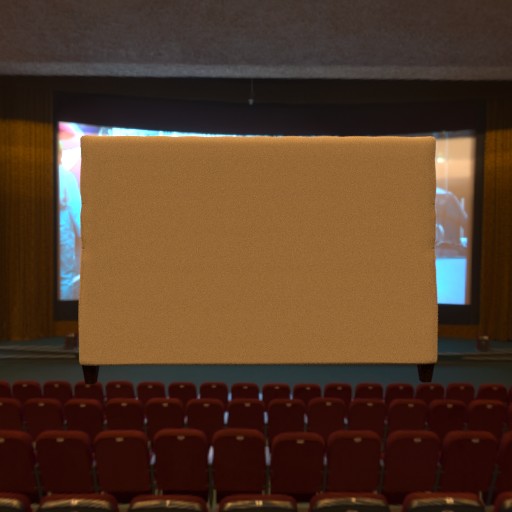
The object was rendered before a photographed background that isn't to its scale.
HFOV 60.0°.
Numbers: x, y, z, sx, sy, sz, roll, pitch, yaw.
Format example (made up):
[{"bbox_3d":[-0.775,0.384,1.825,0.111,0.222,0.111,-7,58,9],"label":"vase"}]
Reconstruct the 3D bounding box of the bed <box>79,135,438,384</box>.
[{"bbox_3d":[0.000,0.000,3.706,2.078,1.427,2.387,0,1,-1],"label":"bed"}]
